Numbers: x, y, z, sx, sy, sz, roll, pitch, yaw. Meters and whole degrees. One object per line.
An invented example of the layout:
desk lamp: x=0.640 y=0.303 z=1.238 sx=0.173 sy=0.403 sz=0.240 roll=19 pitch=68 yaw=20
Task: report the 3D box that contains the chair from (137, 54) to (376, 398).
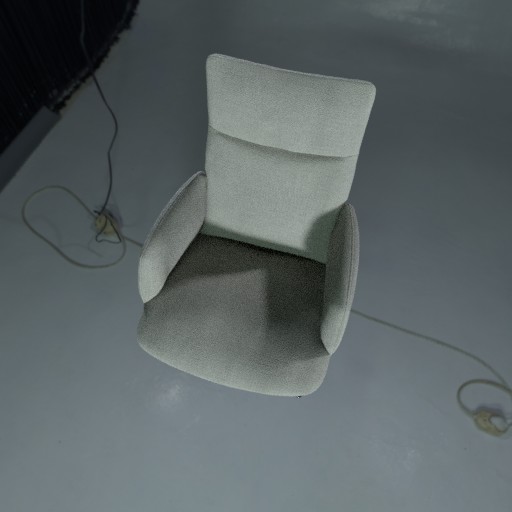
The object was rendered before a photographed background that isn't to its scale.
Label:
chair: x=0.000 y=0.000 z=1.598 sx=0.711 sy=1.016 sz=0.889 roll=14 pitch=59 yaw=8
